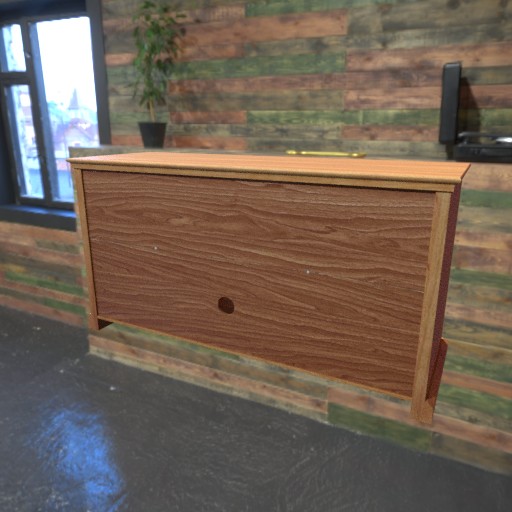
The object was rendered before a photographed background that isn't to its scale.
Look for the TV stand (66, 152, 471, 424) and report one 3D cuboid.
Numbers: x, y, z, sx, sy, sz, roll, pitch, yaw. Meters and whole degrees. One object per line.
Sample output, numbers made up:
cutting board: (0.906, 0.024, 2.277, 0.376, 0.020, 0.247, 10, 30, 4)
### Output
TV stand: (0.000, 0.000, 1.439, 1.181, 0.607, 0.417, 8, 19, 26)
